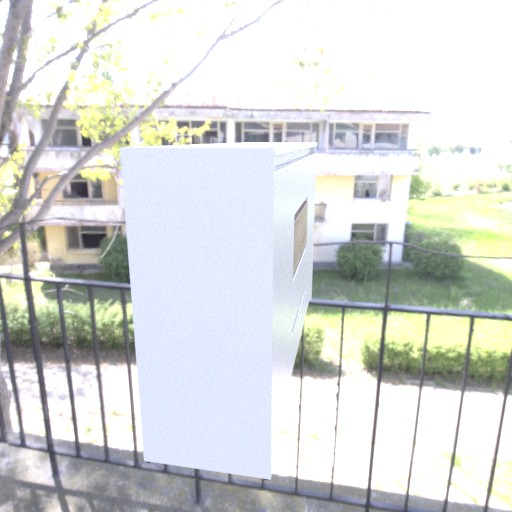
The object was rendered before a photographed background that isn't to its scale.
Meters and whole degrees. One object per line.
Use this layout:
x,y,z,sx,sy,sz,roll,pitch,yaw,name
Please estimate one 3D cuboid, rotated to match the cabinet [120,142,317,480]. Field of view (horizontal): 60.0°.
0.000,0.000,1.838,0.380,0.900,1.450,3,15,11,cabinet
